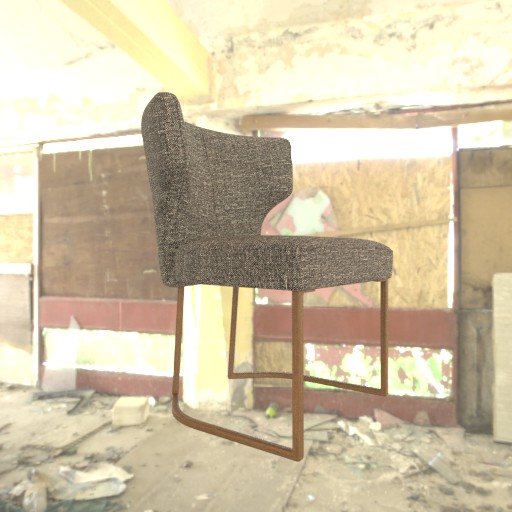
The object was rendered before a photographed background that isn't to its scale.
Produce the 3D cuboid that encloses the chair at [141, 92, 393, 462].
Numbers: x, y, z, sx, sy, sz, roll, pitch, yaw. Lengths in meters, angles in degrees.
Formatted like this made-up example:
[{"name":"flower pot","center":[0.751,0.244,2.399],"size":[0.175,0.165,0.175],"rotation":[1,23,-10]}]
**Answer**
[{"name":"chair","center":[0.000,0.000,1.265],"size":[0.617,0.824,0.611],"rotation":[0,1,36]}]
